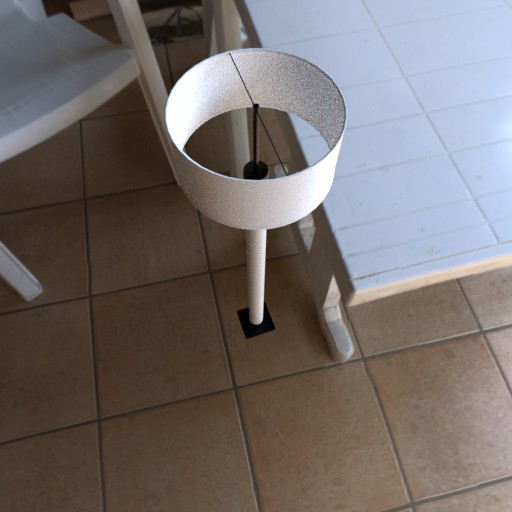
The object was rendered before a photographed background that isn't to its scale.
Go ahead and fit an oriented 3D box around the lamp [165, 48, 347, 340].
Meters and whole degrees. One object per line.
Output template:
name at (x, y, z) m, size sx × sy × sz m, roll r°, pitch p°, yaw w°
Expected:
lamp at (0.000, 0.000, 1.665) m, size 0.420 × 1.475 × 0.420 m, roll -17°, pitch 64°, yaw -9°
